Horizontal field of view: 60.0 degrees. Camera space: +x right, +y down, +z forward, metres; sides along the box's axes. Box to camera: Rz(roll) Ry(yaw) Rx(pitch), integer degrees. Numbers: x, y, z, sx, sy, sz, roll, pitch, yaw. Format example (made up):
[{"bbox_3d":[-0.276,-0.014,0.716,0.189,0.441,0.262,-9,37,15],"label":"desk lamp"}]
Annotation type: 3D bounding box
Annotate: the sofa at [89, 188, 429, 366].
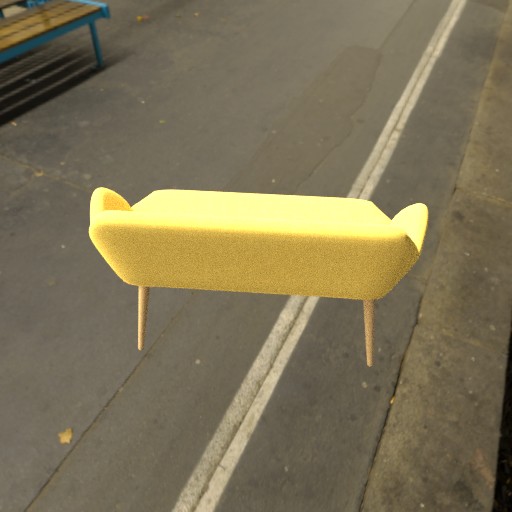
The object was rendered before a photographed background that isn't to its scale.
[{"bbox_3d":[0.000,0.000,1.631,1.150,0.840,0.610,3,46,3],"label":"sofa"}]
